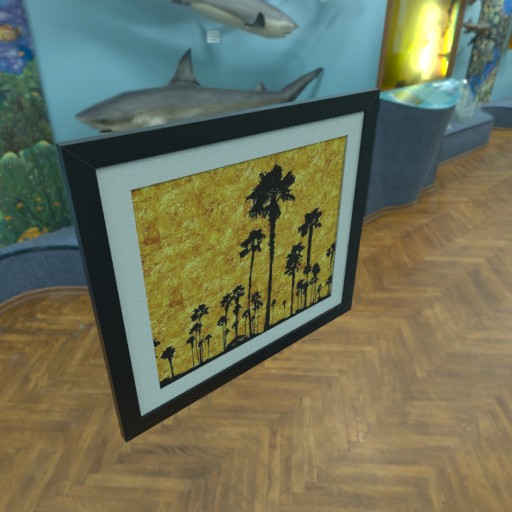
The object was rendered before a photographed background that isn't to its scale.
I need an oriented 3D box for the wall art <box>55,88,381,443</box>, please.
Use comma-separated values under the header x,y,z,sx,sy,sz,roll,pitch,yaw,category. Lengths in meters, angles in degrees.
x,y,z,sx,sy,sz,roll,pitch,yaw,category
0.000,0.000,0.517,0.383,0.332,0.012,-23,37,-34,wall art
